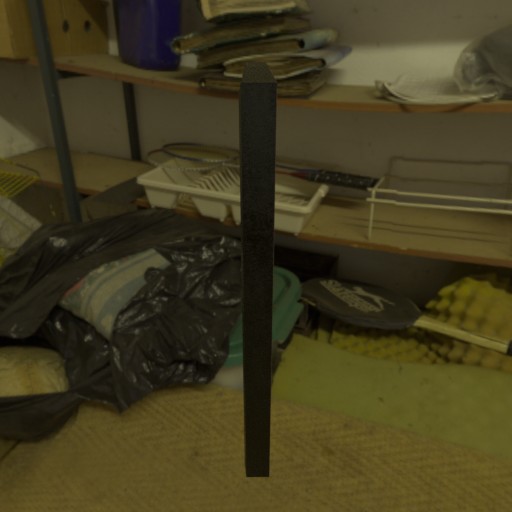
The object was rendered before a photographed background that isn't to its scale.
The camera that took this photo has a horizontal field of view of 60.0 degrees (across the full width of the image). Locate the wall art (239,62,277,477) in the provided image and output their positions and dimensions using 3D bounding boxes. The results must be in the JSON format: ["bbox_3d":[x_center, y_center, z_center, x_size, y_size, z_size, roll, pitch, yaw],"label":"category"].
[{"bbox_3d":[0.000,0.000,0.588,0.031,0.457,0.313,0,26,0],"label":"wall art"}]
